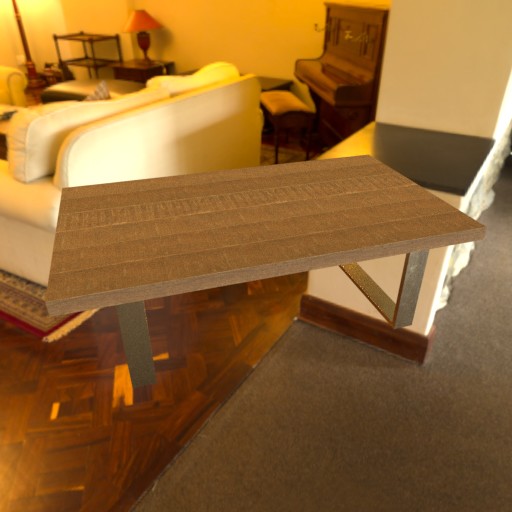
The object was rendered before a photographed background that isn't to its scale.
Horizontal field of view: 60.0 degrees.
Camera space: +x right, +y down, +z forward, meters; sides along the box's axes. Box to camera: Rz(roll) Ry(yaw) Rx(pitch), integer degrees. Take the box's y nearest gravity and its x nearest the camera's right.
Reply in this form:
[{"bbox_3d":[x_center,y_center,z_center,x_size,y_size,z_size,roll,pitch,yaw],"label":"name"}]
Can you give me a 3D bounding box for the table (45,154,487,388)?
[{"bbox_3d":[0.000,0.000,1.769,1.400,0.440,0.800,-9,33,-15],"label":"table"}]
